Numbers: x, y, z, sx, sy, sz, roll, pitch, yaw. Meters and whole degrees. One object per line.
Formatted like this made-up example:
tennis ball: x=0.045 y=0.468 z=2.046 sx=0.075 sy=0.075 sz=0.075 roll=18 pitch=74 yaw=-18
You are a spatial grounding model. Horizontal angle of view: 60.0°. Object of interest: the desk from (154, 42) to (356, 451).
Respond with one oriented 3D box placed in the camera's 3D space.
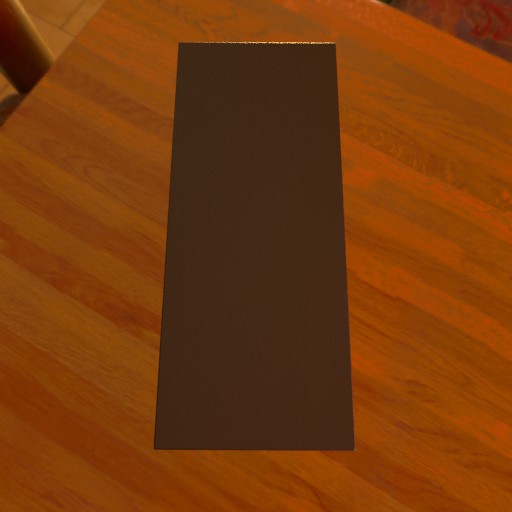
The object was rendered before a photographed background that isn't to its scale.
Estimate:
desk: x=0.000 y=0.000 z=1.643 sx=0.508 sy=0.775 sz=1.220 roll=0 pitch=75 yaw=0
